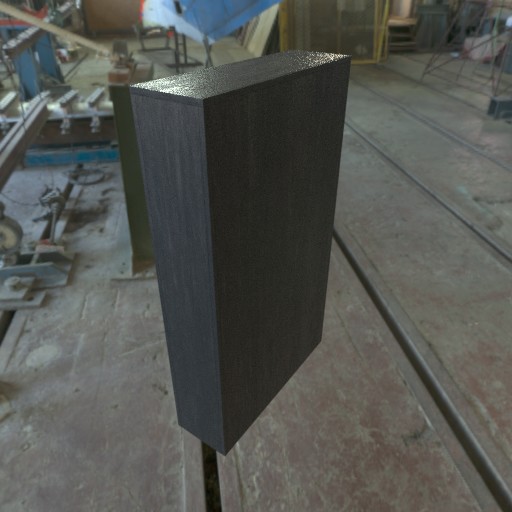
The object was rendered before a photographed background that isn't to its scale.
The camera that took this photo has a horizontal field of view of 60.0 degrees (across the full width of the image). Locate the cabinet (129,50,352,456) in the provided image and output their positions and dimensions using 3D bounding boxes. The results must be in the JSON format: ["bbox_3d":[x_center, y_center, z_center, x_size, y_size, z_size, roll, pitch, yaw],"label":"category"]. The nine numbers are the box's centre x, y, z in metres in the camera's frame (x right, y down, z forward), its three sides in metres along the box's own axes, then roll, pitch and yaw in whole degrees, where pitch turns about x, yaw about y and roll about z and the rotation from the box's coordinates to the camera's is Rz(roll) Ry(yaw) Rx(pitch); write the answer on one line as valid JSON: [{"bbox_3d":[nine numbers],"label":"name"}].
[{"bbox_3d":[0.000,0.000,1.618,0.250,1.280,0.750,21,38,29],"label":"cabinet"}]
